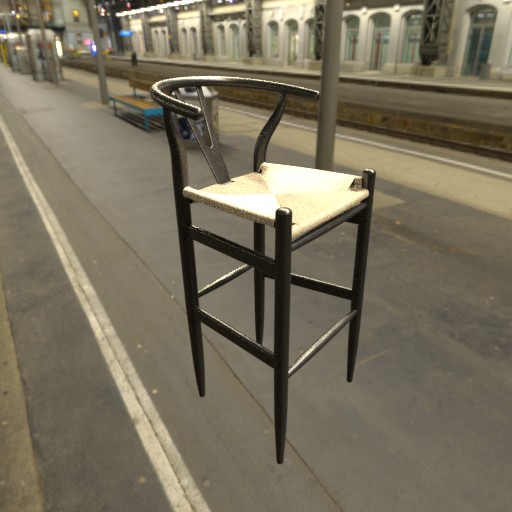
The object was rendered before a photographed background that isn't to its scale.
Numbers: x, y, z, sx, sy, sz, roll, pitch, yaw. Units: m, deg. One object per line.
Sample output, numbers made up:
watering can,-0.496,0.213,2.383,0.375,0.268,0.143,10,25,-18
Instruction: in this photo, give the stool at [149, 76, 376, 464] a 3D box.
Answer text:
stool,0.000,0.000,1.455,0.579,1.072,0.569,18,31,34
